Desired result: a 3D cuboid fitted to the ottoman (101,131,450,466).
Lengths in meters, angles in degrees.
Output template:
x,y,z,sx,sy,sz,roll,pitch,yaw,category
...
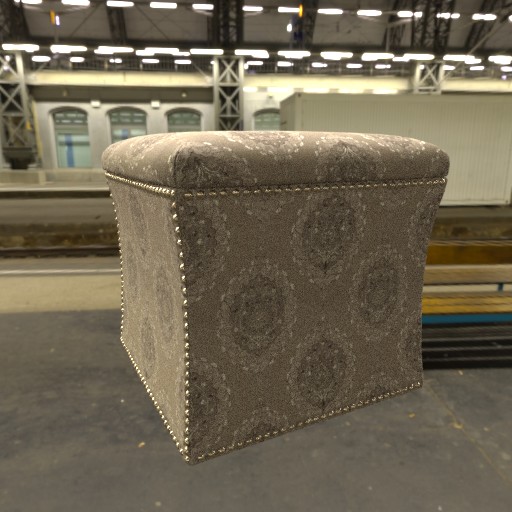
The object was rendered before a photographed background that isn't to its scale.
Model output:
x,y,z,sx,sy,sz,roll,pitch,yaw,category
0.000,0.000,0.877,0.497,0.473,0.507,-7,15,-27,ottoman
